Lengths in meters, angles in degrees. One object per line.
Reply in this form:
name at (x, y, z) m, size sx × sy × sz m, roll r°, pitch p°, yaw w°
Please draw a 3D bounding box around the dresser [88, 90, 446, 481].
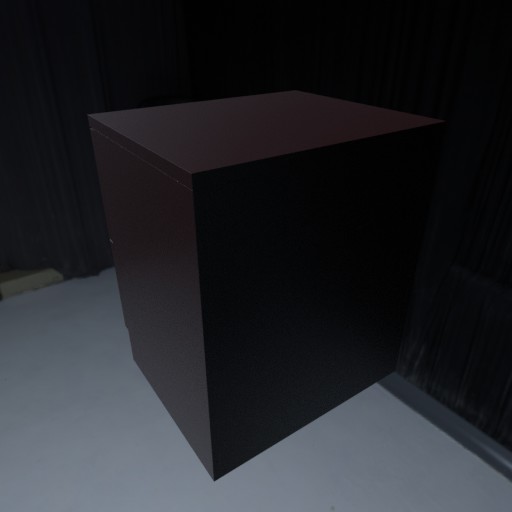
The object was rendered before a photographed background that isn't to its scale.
dresser at (0.000, 0.000, 0.765) m, size 0.400 × 0.470 × 0.360 m, roll -19°, pitch 34°, yaw -30°
